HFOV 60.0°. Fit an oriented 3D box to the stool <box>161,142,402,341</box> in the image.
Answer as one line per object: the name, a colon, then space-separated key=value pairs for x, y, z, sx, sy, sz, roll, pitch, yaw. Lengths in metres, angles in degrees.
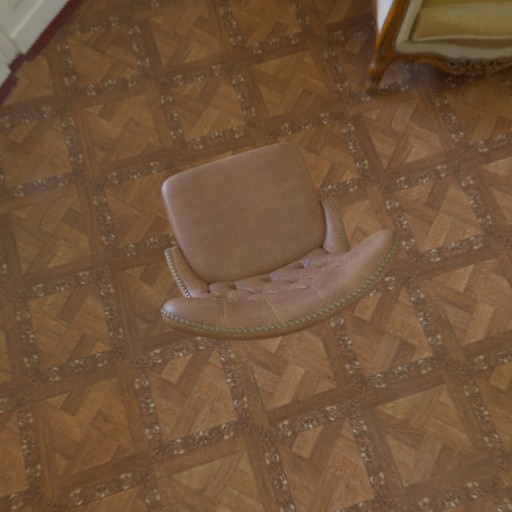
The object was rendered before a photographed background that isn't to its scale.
stool: x=0.000 y=0.000 z=1.421 sx=0.528 sy=1.050 sz=0.601 roll=-18 pitch=76 yaw=-5
